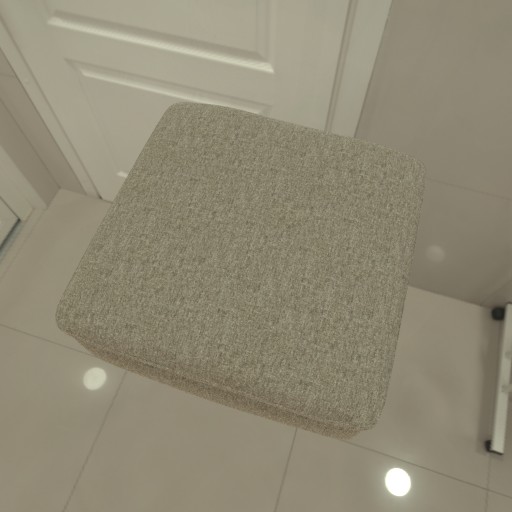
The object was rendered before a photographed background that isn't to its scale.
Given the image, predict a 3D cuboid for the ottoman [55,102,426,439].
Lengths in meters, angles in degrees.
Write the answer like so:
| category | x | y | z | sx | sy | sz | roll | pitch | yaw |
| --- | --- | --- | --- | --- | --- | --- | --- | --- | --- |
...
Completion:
| category | x | y | z | sx | sy | sz | roll | pitch | yaw |
| --- | --- | --- | --- | --- | --- | --- | --- | --- | --- |
| ottoman | 0.000 | 0.000 | 1.640 | 1.039 | 0.526 | 1.035 | 16 | 64 | 8 |
